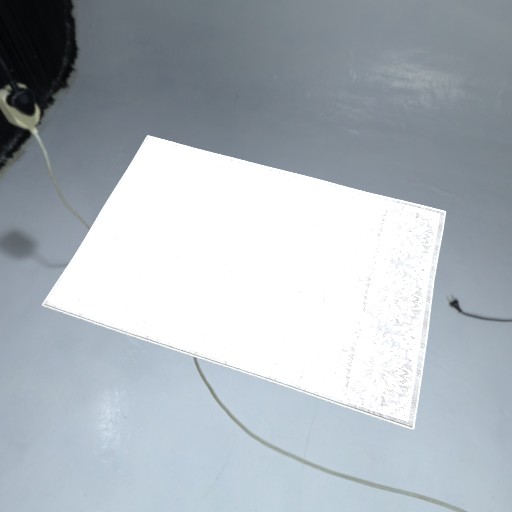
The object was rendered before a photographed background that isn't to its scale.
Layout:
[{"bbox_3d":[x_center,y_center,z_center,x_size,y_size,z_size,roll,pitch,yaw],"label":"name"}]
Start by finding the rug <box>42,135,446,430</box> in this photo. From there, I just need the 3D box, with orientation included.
[{"bbox_3d":[0.000,0.000,3.493,2.746,0.018,1.819,16,61,9],"label":"rug"}]
